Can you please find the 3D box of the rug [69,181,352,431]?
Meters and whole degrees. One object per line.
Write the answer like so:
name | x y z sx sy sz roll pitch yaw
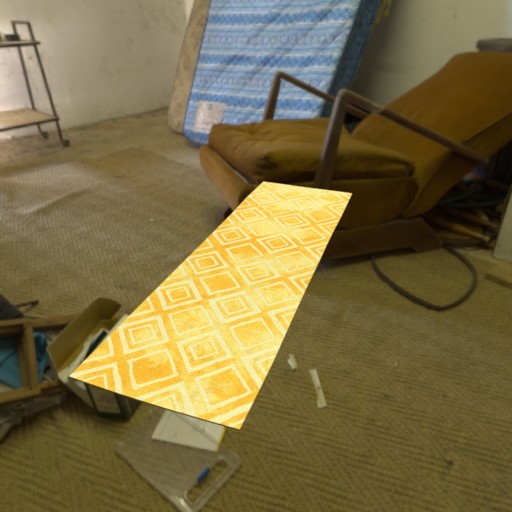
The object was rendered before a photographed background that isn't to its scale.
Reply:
rug | 0.000 0.000 2.707 0.775 0.010 2.438 10 32 17
